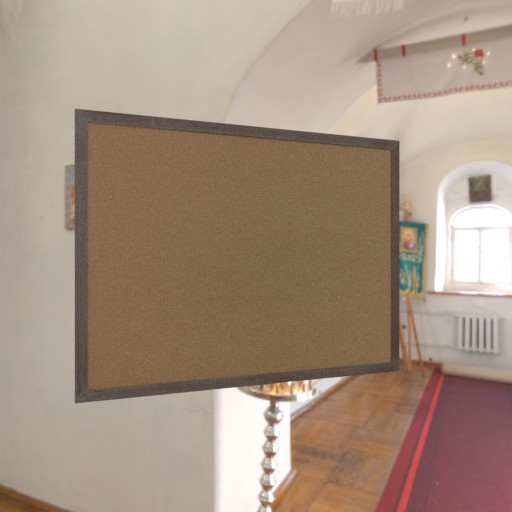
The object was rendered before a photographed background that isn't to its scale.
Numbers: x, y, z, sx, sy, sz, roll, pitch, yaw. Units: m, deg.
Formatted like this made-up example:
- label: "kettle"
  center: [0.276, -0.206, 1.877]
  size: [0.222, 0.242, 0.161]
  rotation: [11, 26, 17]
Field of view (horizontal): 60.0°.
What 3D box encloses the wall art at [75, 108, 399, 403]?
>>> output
- label: "wall art"
  center: [0.000, 0.000, 1.337]
  size: [1.012, 0.774, 0.019]
  rotation: [0, 0, -19]
